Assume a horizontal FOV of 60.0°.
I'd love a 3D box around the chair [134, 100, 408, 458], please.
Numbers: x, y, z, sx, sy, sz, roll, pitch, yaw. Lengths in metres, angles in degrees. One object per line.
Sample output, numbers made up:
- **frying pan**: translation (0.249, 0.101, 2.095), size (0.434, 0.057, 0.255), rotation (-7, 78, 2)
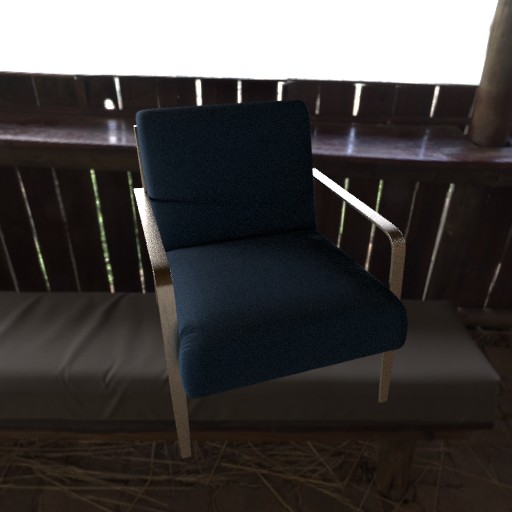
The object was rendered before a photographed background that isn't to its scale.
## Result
- **chair**: translation (0.000, 0.000, 1.455), size (0.692, 0.831, 0.859), rotation (-9, 31, -16)
